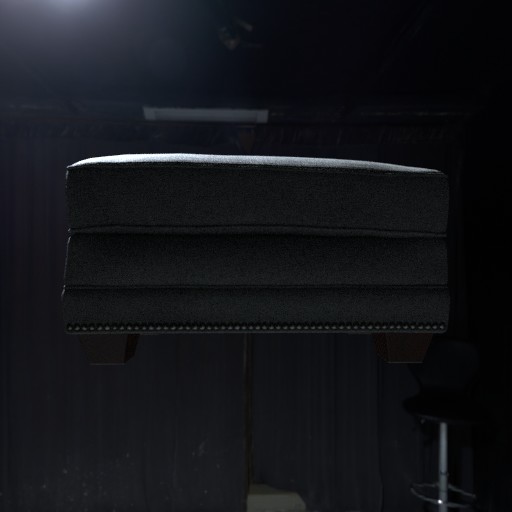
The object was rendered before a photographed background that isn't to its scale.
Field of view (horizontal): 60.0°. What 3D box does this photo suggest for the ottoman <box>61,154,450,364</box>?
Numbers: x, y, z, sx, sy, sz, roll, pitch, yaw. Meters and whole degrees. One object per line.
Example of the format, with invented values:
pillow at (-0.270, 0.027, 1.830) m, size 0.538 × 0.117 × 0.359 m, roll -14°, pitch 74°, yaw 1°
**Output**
ottoman at (0.000, 0.000, 1.157) m, size 0.813 × 0.457 × 0.561 m, roll 0°, pitch -1°, yaw -1°
